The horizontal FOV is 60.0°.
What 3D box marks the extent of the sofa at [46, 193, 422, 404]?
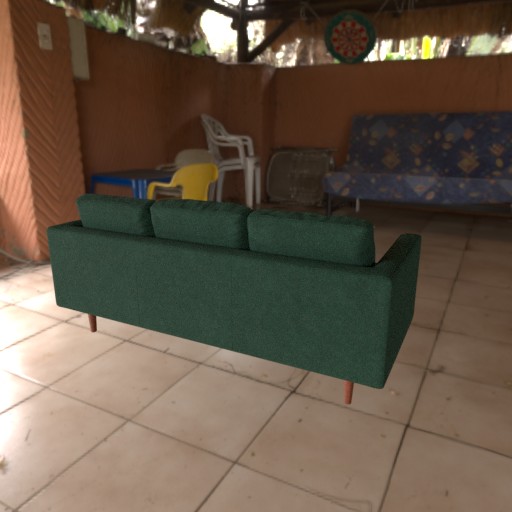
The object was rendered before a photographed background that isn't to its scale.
[{"bbox_3d":[0.000,0.000,2.929,2.030,0.899,1.580,8,18,26],"label":"sofa"}]
